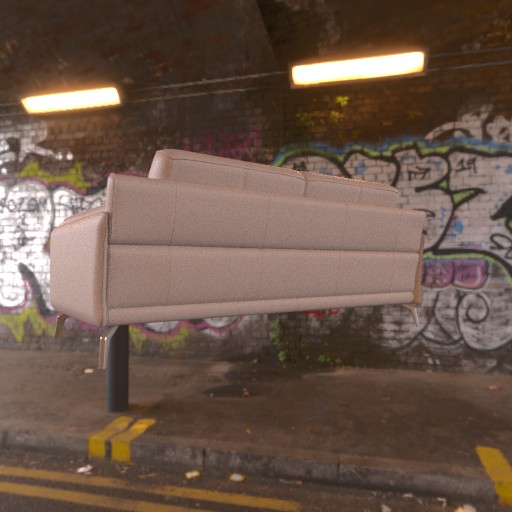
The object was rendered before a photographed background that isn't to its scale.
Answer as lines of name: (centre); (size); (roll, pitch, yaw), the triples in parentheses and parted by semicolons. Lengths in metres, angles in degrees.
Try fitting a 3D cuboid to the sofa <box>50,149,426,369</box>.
sofa: (0.000, 0.000, 2.611); (2.101, 0.930, 1.049); (1, -1, -36)
